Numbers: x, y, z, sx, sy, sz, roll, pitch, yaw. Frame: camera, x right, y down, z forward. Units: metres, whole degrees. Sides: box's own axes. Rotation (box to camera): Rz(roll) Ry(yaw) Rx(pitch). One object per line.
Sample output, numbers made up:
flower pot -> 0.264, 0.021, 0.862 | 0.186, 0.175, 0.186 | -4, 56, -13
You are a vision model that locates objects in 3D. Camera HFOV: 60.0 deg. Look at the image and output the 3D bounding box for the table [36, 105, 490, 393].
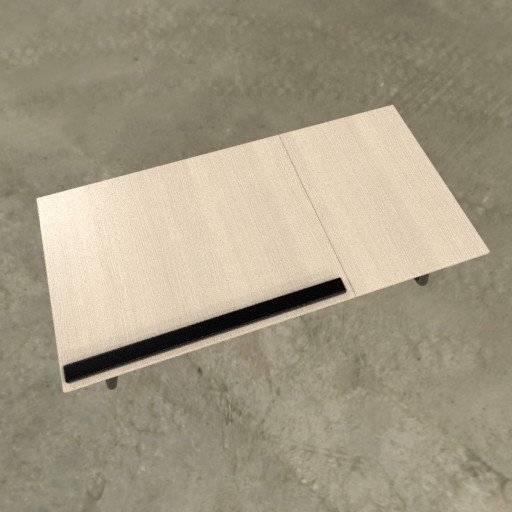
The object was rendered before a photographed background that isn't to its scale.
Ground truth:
table -> 0.000, 0.000, 0.792 | 0.644, 0.242, 0.322 | -17, 64, -9
